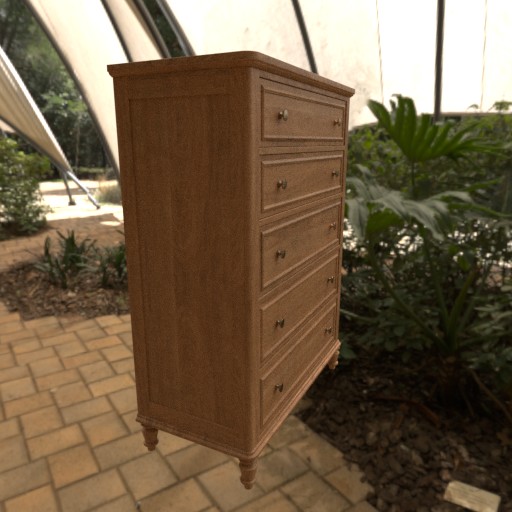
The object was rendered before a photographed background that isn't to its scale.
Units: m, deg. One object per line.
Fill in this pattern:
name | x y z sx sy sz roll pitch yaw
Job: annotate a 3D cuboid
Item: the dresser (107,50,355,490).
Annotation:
dresser | 0.000 0.000 1.770 0.484 1.318 0.973 7 16 26
